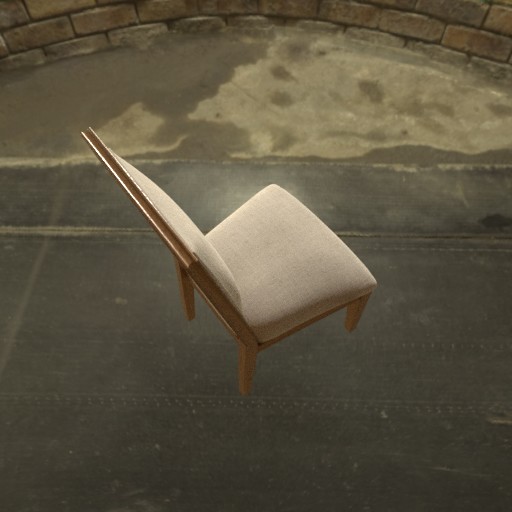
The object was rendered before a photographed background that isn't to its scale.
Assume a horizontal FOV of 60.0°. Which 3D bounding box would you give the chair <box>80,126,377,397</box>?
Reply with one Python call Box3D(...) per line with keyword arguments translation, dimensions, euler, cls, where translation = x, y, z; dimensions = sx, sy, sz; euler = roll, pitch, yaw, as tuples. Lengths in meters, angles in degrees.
Box3D(translation=(0.000, 0.000, 1.331), dimensions=(0.601, 0.988, 0.536), euler=(-32, 63, -19), cls="chair")
